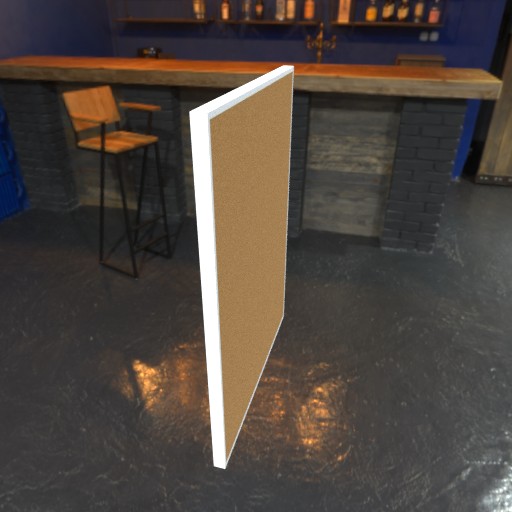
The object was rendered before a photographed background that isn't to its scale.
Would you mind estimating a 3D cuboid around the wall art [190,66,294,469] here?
[{"bbox_3d":[0.000,0.000,1.427,0.039,1.050,0.795,8,30,14],"label":"wall art"}]
